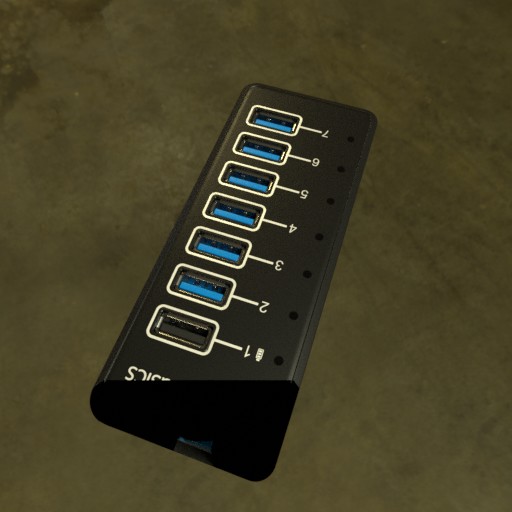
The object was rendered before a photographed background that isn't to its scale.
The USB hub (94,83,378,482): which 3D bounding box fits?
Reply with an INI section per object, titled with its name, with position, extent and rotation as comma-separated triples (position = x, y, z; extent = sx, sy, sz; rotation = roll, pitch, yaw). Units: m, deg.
[USB hub]
position = 0.000, 0.000, 0.127
extent = 0.044, 0.023, 0.110
rotation = 17, 64, 9
